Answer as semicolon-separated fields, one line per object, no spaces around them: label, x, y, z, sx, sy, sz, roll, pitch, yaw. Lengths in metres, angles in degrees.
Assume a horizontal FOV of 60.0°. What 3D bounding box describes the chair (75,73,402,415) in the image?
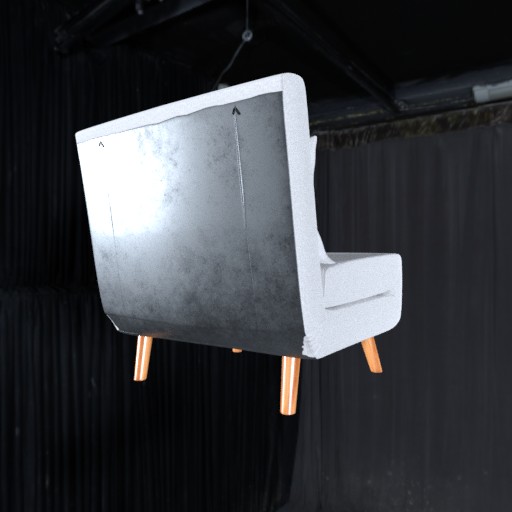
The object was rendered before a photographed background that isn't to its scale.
chair;0.000;0.000;1.507;0.770;0.808;0.902;-1;-1;35
